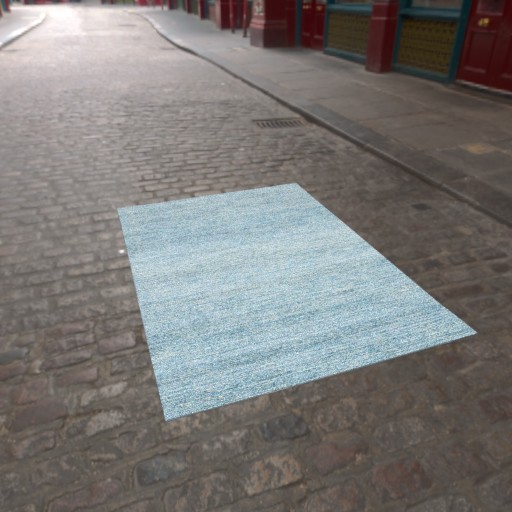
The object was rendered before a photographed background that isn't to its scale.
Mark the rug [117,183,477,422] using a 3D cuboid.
[{"bbox_3d":[0.000,0.000,2.951,1.611,0.026,2.260,-10,32,-17],"label":"rug"}]
